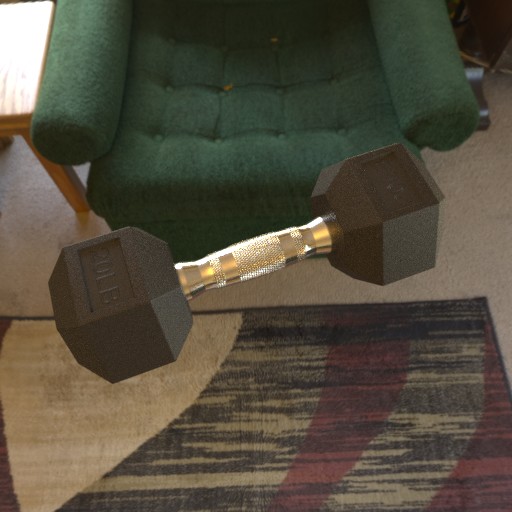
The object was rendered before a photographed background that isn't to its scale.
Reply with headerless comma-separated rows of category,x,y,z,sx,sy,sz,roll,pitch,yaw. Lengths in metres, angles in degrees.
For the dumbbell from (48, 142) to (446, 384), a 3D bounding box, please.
dumbbell,0.000,0.000,0.352,0.297,0.101,0.116,-19,66,-9
